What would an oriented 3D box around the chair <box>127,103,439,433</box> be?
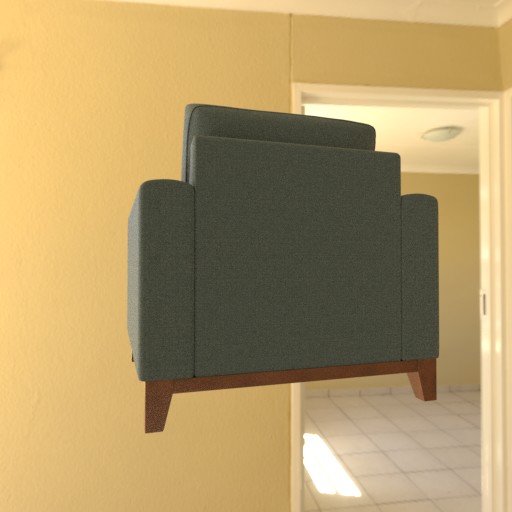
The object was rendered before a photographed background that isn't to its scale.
[{"bbox_3d":[0.000,0.000,1.884,1.024,1.010,1.038,0,-1,-18],"label":"chair"}]
